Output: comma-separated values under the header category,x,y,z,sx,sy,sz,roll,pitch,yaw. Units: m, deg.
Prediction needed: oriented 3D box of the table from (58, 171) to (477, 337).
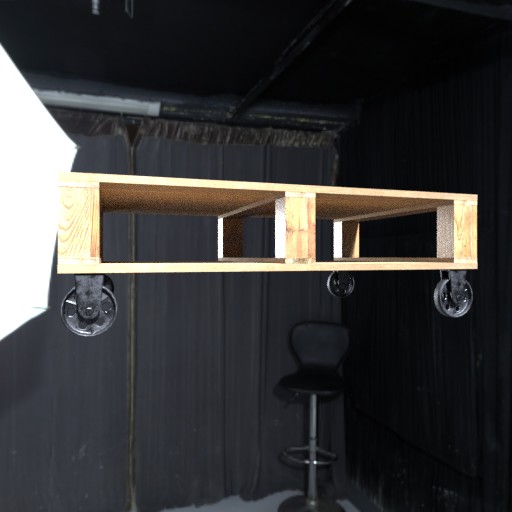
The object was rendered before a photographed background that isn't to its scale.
category,x,y,z,sx,sy,sz,roll,pitch,yaw
table,0.000,0.000,1.683,1.299,0.413,0.827,0,0,-18
